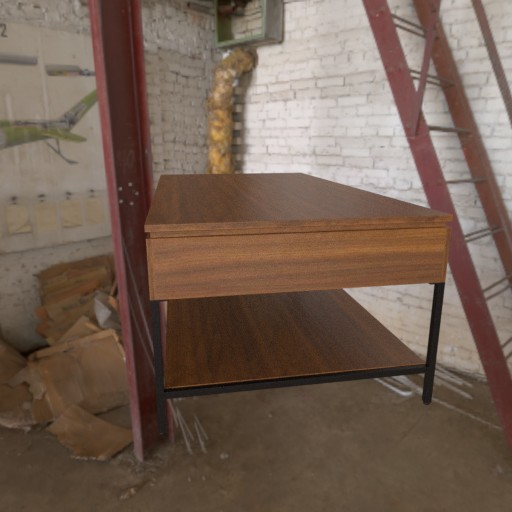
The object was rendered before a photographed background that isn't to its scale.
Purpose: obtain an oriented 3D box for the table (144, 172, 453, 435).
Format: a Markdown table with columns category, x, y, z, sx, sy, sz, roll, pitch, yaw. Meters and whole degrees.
| category | x | y | z | sx | sy | sz | roll | pitch | yaw |
| --- | --- | --- | --- | --- | --- | --- | --- | --- | --- |
| table | 0.000 | 0.000 | 1.352 | 0.574 | 0.414 | 1.057 | -3 | 15 | -10 |
